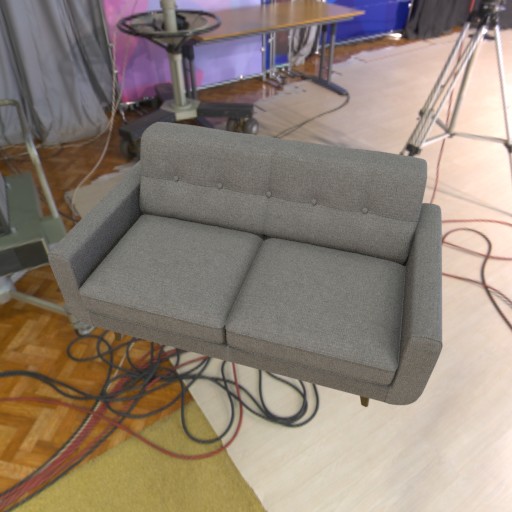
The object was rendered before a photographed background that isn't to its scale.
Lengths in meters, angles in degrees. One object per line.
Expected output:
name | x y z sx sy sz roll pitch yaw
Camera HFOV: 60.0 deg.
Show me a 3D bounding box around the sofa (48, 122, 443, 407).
sofa | 0.000 0.000 2.121 1.631 0.841 0.909 11 43 13
